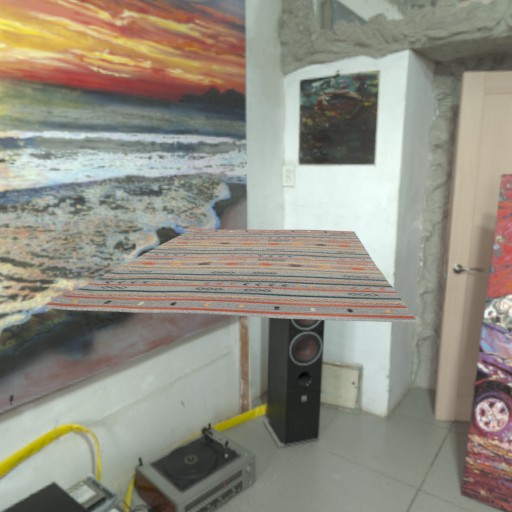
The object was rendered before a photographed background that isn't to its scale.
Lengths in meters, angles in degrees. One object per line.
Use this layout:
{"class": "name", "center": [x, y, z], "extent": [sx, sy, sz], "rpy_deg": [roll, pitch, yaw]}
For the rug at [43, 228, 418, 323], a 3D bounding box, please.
{"class": "rug", "center": [0.000, 0.000, 2.969], "extent": [1.537, 0.029, 2.439], "rpy_deg": [1, 12, 7]}
